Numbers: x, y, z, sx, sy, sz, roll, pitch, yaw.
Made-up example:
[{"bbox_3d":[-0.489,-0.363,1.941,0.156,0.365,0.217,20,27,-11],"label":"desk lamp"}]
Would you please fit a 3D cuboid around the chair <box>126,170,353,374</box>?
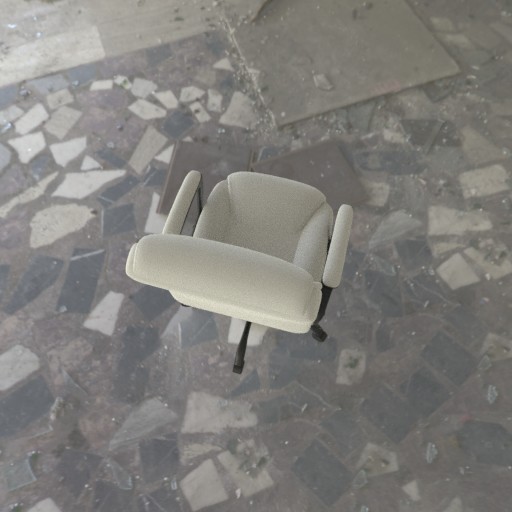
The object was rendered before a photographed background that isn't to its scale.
[{"bbox_3d":[0.000,0.000,1.497,0.663,1.065,0.669,14,66,6],"label":"chair"}]
